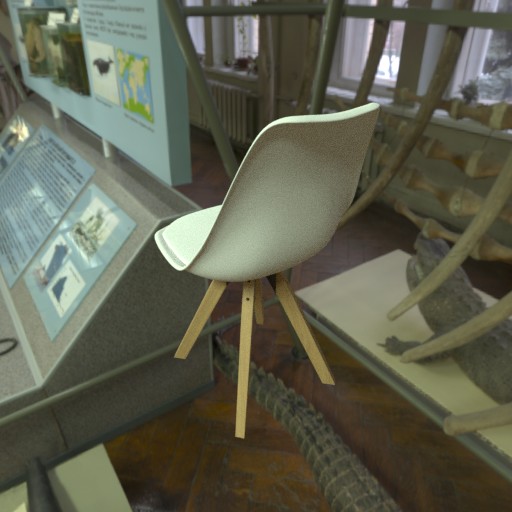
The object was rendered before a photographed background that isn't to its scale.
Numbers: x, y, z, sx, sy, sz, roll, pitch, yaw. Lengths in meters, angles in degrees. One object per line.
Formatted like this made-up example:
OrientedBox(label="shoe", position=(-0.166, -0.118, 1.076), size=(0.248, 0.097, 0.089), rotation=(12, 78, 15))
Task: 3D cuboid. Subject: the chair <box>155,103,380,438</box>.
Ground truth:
OrientedBox(label="chair", position=(0.000, 0.000, 1.195), size=(0.485, 0.849, 0.550), rotation=(-19, 35, -30))
